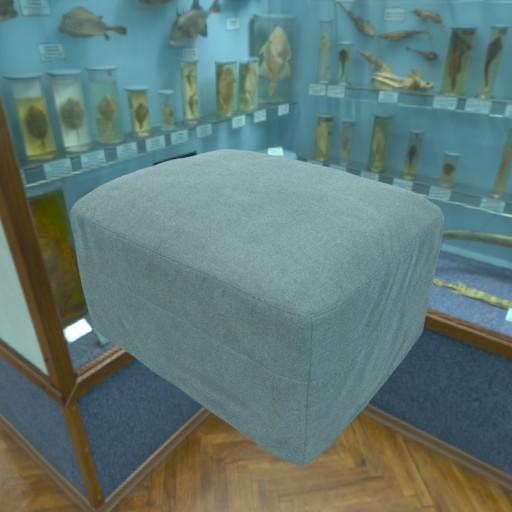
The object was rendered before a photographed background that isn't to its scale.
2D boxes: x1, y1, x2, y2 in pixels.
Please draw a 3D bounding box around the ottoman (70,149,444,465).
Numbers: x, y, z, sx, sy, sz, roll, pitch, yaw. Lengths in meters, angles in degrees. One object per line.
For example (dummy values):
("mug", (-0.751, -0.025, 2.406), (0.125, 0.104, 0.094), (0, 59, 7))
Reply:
("ottoman", (0.000, 0.000, 1.249), (0.837, 0.481, 0.683), (22, 36, 34))
